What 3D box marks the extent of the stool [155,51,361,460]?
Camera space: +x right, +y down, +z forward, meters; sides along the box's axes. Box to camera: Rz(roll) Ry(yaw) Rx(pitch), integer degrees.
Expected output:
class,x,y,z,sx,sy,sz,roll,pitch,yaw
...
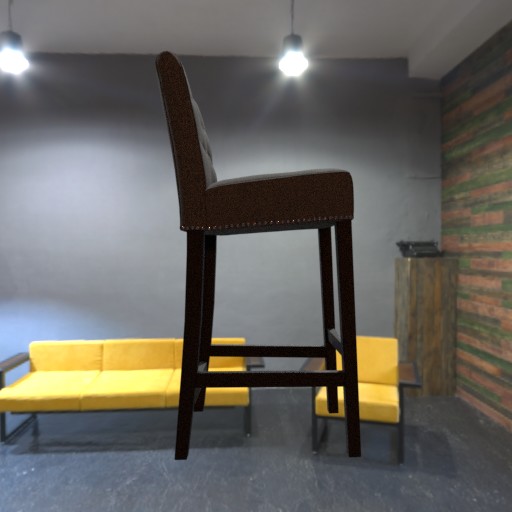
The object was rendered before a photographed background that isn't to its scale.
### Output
class,x,y,z,sx,sy,sz,roll,pitch,yaw
stool,0.000,0.000,1.321,0.548,1.047,0.411,0,1,0
